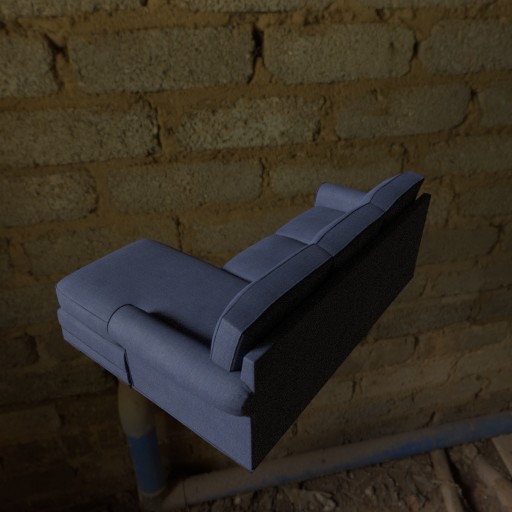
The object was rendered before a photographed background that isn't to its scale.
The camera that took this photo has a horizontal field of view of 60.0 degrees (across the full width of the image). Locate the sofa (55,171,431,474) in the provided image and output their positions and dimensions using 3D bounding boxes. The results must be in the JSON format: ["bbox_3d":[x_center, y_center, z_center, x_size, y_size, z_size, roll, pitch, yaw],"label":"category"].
[{"bbox_3d":[0.000,0.000,3.413,1.780,1.063,2.567,22,38,31],"label":"sofa"}]
